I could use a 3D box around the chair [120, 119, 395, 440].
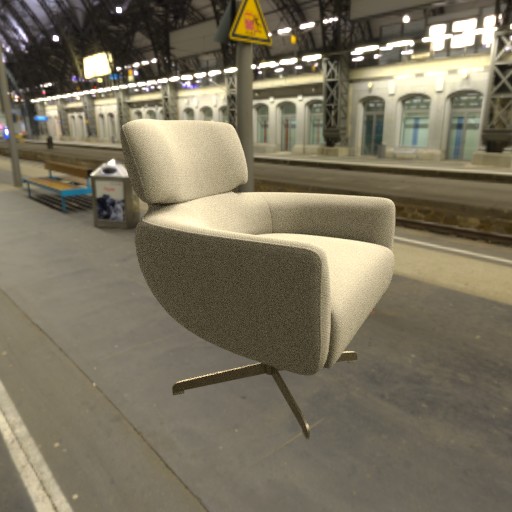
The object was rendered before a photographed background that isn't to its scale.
[{"bbox_3d":[0.000,0.000,1.367,0.730,0.810,0.760,8,18,27],"label":"chair"}]
